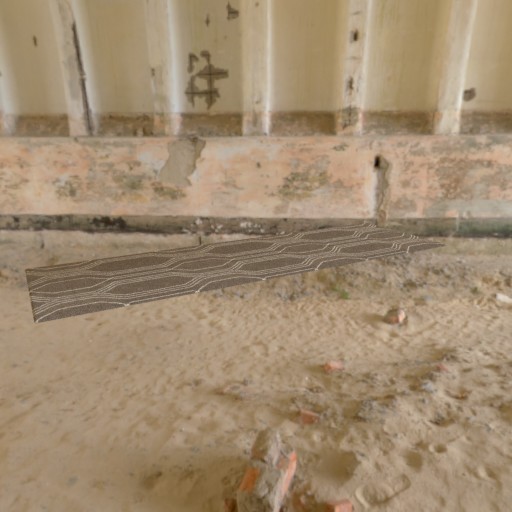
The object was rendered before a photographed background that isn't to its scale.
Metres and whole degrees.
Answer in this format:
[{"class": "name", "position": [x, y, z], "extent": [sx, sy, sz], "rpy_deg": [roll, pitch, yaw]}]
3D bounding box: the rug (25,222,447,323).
[{"class": "rug", "position": [0.000, 0.000, 2.675], "extent": [2.464, 0.012, 0.773], "rpy_deg": [-9, 19, -28]}]
